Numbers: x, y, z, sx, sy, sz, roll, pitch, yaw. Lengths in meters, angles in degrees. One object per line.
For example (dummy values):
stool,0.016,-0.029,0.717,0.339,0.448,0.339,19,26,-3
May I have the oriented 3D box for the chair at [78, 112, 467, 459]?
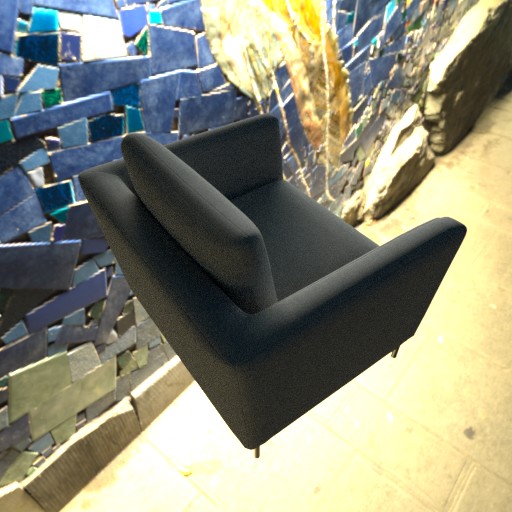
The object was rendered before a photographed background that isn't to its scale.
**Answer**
chair,0.000,0.000,1.644,0.889,0.864,1.041,-26,48,-26
